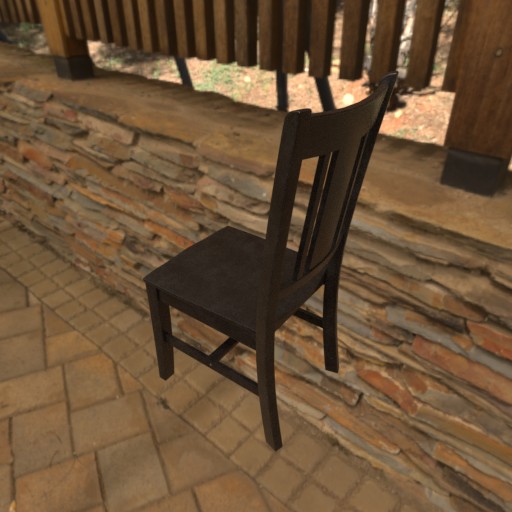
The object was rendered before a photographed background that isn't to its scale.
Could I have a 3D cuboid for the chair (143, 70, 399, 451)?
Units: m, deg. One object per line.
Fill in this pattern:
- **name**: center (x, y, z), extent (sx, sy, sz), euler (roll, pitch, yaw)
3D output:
- **chair**: center (0.000, 0.000, 1.288), extent (0.555, 0.998, 0.450), euler (21, 38, 30)
